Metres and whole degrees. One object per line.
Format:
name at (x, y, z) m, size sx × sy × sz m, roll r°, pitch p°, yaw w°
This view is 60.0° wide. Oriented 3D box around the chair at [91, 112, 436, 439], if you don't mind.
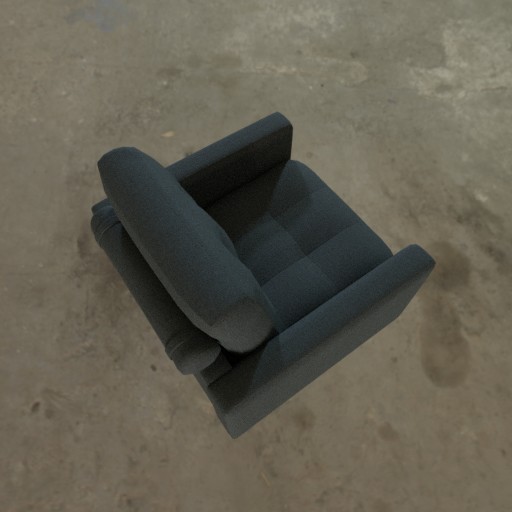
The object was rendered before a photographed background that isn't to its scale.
chair at (0.000, 0.000, 1.511) m, size 0.843 × 0.880 × 0.821 m, roll -32°, pitch 65°, yaw -17°
